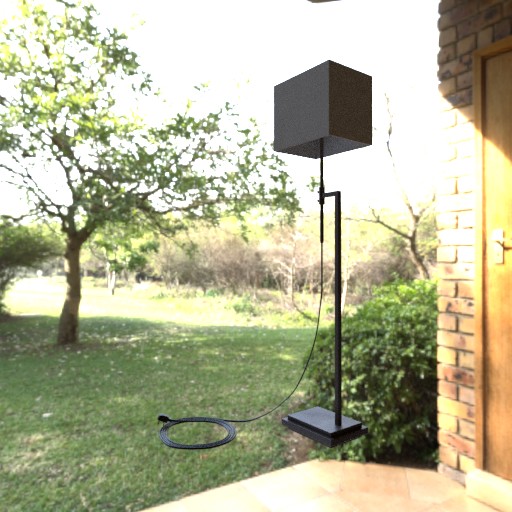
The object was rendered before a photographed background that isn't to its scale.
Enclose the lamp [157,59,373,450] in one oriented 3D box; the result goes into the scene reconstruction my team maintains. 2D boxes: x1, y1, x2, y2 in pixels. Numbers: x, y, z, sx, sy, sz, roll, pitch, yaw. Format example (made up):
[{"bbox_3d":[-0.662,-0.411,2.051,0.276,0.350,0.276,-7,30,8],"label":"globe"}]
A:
[{"bbox_3d":[0.000,0.000,2.008,0.774,1.600,0.698,0,-1,-37],"label":"lamp"}]
